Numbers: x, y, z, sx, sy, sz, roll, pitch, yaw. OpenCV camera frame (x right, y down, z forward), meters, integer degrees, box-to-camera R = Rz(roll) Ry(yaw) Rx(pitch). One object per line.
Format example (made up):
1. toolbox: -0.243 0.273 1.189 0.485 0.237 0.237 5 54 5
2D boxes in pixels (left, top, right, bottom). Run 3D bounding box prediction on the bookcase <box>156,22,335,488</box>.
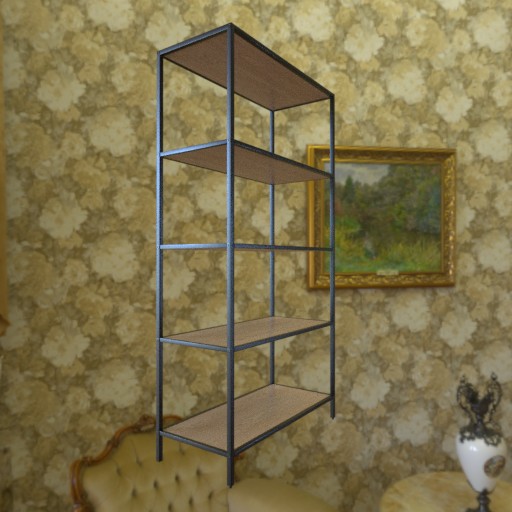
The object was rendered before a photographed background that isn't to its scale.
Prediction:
1. bookcase: 0.000 0.000 1.835 0.350 1.500 0.770 0 -1 35
